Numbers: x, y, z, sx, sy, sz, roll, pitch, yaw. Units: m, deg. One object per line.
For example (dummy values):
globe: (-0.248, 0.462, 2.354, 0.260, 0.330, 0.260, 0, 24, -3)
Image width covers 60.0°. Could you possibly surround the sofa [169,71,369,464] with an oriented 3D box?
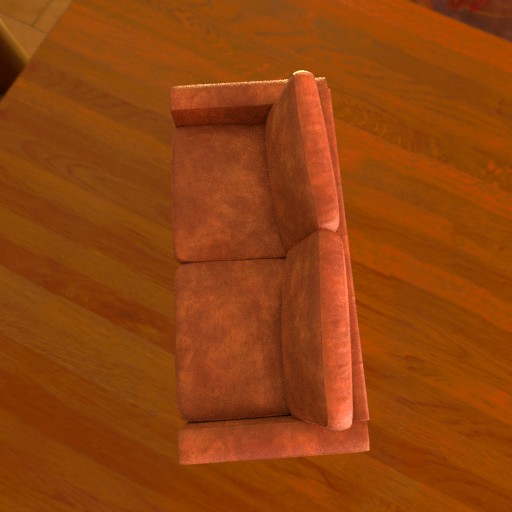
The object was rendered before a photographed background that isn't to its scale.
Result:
sofa: (0.000, 0.000, 2.614, 1.016, 0.873, 2.179, -4, 76, -1)
